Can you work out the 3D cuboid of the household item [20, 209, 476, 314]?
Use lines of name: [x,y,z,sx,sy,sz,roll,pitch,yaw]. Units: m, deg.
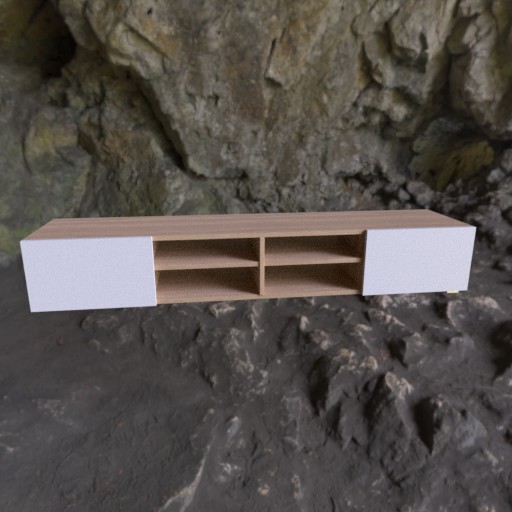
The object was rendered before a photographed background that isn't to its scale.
household item: [0.000,0.000,2.030,1.850,0.310,0.420,-2,17,-7]
